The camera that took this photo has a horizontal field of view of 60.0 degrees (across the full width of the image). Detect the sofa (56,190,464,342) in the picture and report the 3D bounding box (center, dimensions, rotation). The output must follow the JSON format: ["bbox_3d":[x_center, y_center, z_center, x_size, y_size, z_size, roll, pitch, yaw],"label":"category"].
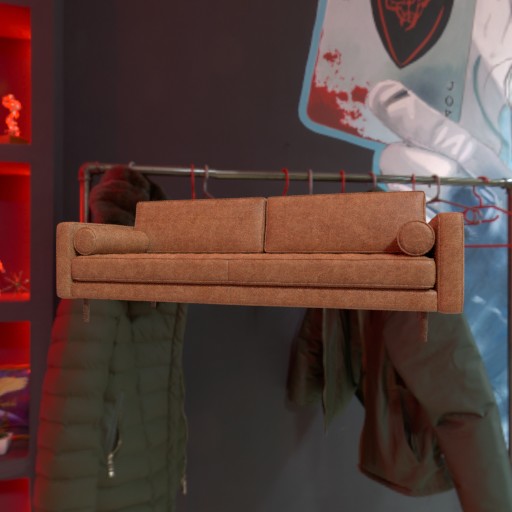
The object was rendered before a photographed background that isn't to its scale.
[{"bbox_3d":[0.000,0.000,2.663,2.200,0.770,0.919,0,1,18],"label":"sofa"}]
